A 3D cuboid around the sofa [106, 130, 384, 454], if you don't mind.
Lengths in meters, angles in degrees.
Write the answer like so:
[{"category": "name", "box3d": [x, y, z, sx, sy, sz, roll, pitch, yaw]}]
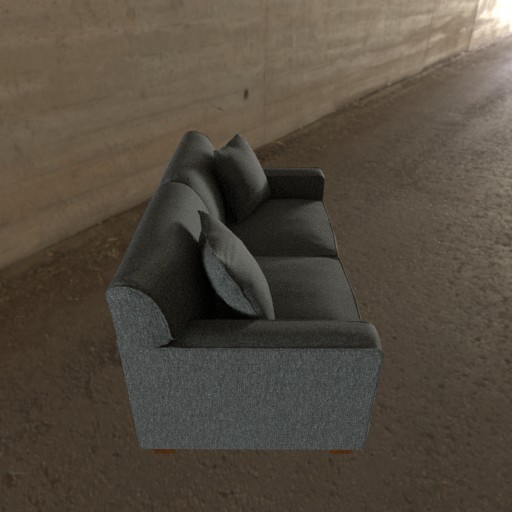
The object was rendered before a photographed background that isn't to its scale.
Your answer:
[{"category": "sofa", "box3d": [0.000, 0.000, 2.432, 0.998, 0.958, 1.846, 0, 32, 0]}]
